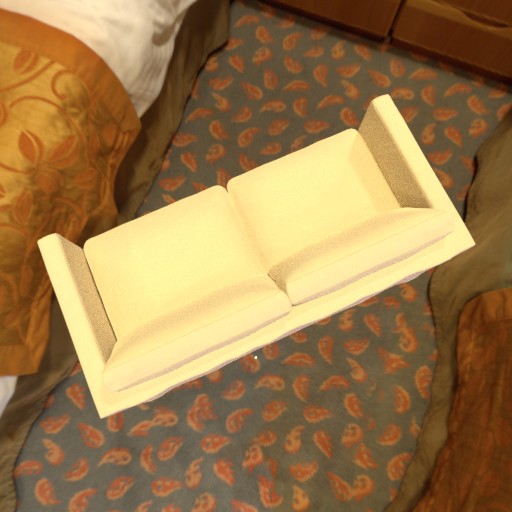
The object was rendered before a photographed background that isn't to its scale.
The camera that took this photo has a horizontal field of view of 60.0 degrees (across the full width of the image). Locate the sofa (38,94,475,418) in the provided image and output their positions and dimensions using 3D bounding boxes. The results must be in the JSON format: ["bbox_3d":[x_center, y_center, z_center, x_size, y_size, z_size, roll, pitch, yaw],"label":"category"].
[{"bbox_3d":[0.000,0.000,2.455,1.987,0.870,0.940,-24,78,-5],"label":"sofa"}]
